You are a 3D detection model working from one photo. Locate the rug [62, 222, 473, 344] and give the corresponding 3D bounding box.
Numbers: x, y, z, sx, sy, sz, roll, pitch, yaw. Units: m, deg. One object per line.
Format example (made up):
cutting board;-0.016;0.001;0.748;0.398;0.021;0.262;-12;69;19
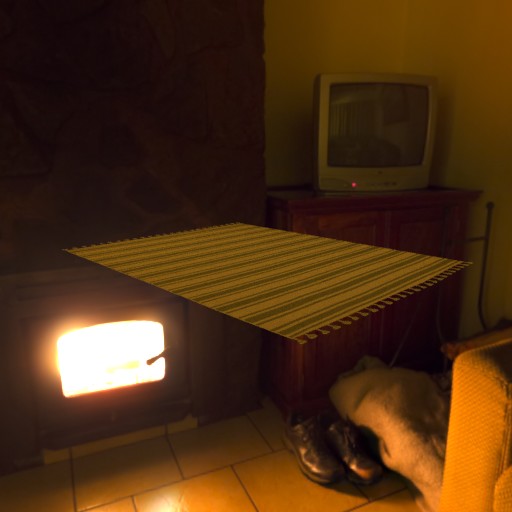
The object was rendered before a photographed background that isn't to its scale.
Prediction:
rug;0.000;0.000;4.260;2.439;0.005;3.201;-13;19;-43
